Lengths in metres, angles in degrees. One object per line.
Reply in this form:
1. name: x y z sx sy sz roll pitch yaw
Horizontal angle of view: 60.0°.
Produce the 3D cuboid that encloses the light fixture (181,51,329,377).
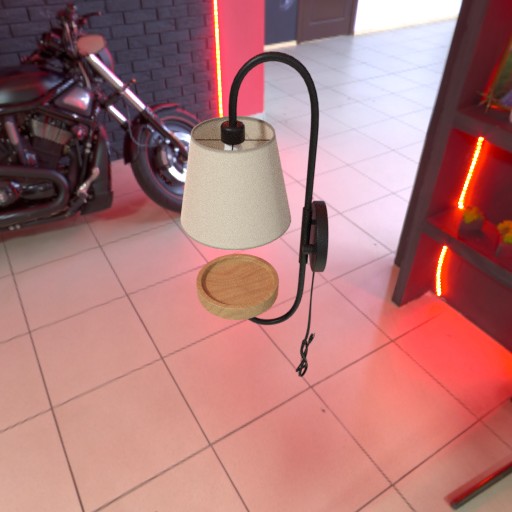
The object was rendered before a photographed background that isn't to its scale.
1. light fixture: 0.000 0.000 0.948 0.299 0.821 0.220 0 39 0
